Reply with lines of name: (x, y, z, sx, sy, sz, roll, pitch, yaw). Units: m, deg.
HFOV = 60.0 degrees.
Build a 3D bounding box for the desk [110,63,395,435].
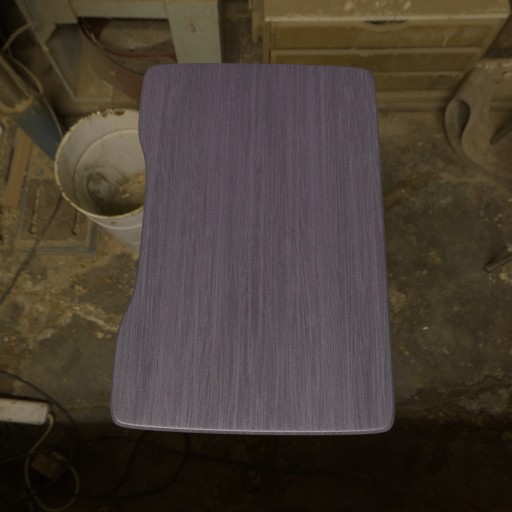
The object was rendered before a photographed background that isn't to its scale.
desk: (0.000, 0.000, 1.159, 0.546, 0.470, 0.820, 1, 75, 0)
